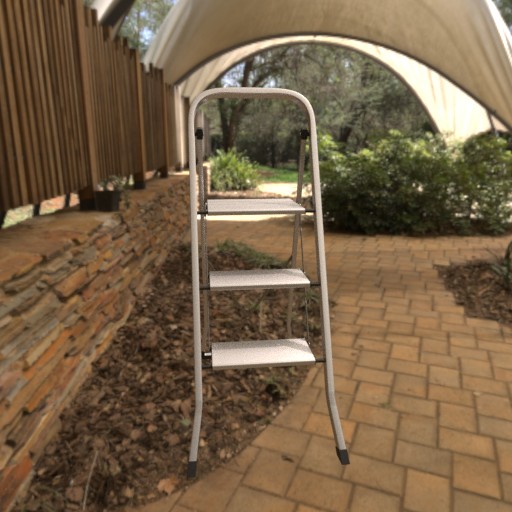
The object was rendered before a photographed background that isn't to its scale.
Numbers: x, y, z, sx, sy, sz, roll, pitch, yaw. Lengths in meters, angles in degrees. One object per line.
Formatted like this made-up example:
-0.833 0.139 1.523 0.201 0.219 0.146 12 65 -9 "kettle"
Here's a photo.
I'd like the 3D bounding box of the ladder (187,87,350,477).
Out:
0.000 0.000 1.452 0.465 1.070 0.704 -2 15 -6 "ladder"
